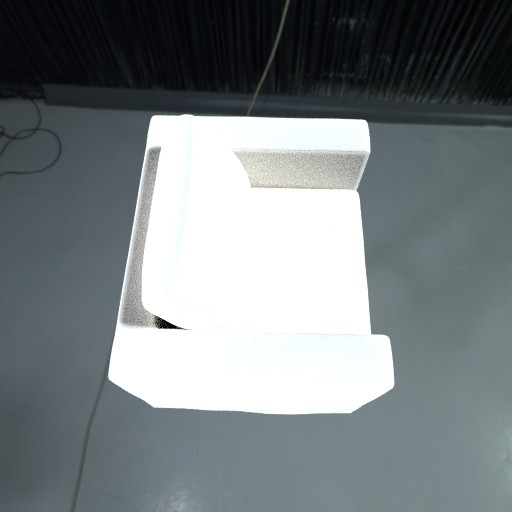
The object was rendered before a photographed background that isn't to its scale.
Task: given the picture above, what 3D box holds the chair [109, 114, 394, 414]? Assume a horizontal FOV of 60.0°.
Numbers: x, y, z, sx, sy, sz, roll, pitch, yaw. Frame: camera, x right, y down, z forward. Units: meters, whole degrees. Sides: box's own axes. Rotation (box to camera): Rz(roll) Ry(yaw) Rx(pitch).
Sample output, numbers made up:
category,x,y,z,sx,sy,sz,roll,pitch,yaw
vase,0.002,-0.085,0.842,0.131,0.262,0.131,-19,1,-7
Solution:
category,x,y,z,sx,sy,sz,roll,pitch,yaw
chair,0.000,0.000,1.842,0.957,0.878,1.150,1,65,1
